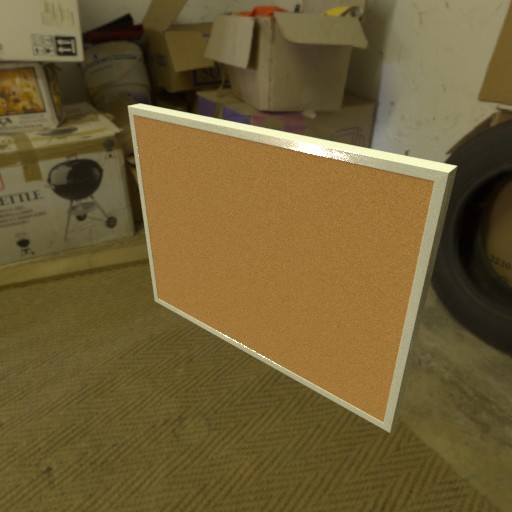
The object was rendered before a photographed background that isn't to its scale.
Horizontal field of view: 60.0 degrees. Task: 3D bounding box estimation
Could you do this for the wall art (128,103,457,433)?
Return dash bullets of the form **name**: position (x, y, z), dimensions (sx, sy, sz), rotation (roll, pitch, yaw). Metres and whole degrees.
- **wall art**: position (0.000, 0.000, 1.390), dimensions (1.041, 0.787, 0.053), rotation (22, 36, 33)
